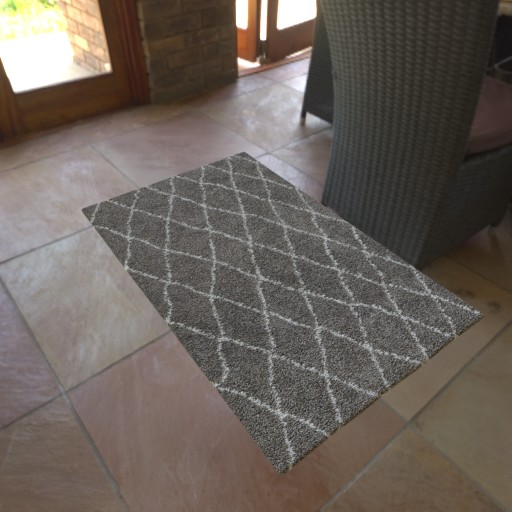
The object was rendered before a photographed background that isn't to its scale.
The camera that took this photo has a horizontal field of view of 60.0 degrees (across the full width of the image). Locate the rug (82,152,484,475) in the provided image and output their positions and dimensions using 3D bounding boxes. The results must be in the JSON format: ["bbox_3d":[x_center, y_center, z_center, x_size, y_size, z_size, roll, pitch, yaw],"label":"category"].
[{"bbox_3d":[0.000,0.000,2.983,1.524,0.030,2.438,-26,48,-26],"label":"rug"}]
